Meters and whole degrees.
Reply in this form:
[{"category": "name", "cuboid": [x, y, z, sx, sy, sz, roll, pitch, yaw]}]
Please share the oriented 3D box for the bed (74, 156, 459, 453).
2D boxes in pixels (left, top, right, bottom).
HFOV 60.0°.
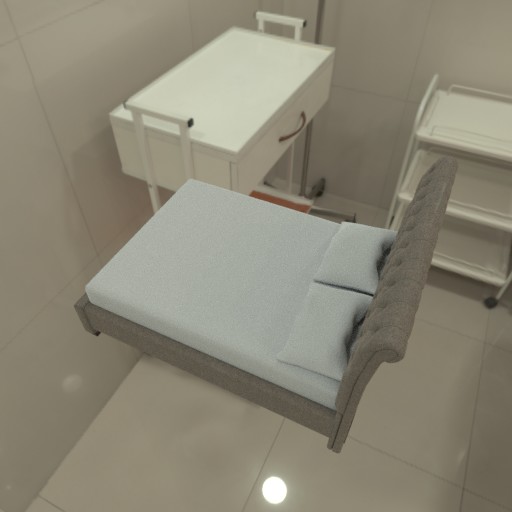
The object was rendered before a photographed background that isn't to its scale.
[{"category": "bed", "cuboid": [0.000, 0.000, 3.272, 2.252, 1.371, 1.645, 19, 49, 17]}]
